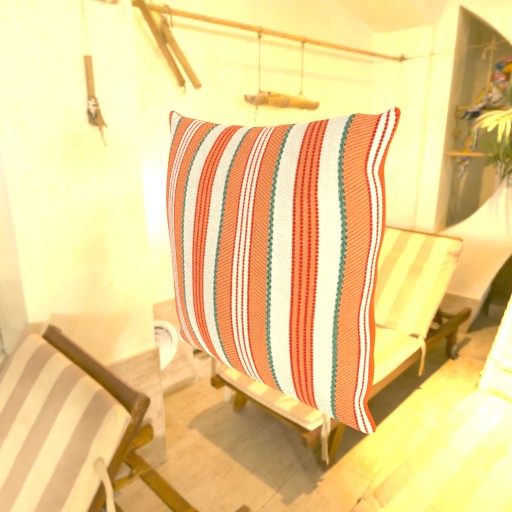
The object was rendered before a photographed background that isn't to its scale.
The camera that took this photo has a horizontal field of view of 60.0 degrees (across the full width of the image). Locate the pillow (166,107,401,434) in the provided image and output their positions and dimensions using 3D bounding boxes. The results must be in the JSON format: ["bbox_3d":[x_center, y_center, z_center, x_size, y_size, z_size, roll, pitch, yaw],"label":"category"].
[{"bbox_3d":[0.000,0.000,0.689,0.440,0.441,0.182,15,22,42],"label":"pillow"}]
